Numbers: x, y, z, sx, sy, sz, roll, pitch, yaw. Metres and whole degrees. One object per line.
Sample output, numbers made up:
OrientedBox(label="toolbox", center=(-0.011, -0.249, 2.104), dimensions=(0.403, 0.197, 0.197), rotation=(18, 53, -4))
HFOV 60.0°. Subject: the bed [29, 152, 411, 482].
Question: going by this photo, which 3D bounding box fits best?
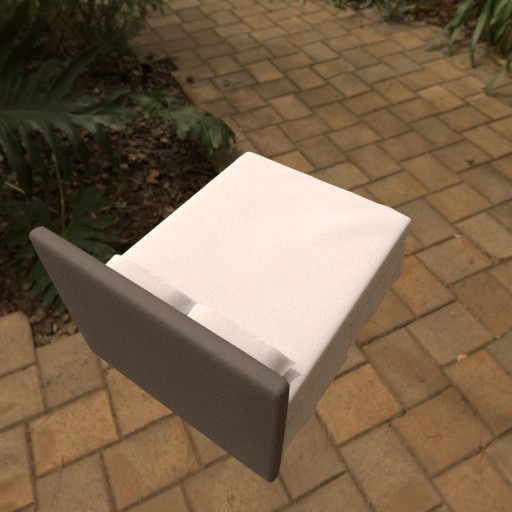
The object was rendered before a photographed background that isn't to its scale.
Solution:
OrientedBox(label="bed", center=(0.000, 0.000, 3.166), dimensions=(1.723, 1.330, 2.142), rotation=(27, 54, 22))
